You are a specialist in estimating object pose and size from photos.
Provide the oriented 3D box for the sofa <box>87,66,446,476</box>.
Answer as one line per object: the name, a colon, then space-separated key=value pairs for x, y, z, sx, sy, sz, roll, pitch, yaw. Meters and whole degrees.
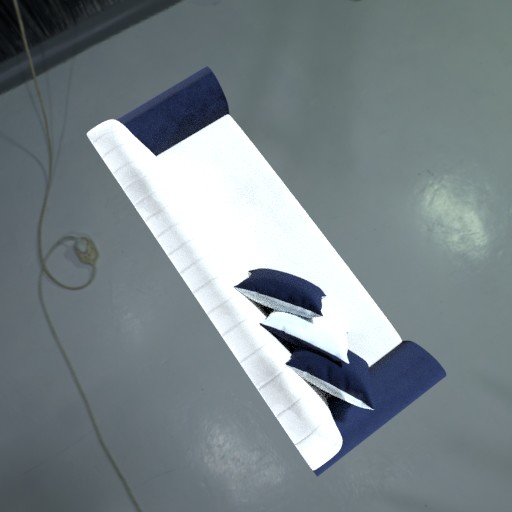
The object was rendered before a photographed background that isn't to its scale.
sofa: x=0.000 y=0.000 z=2.341 sx=0.749 sy=0.789 sz=2.006 roll=-34 pitch=78 yaw=-8
